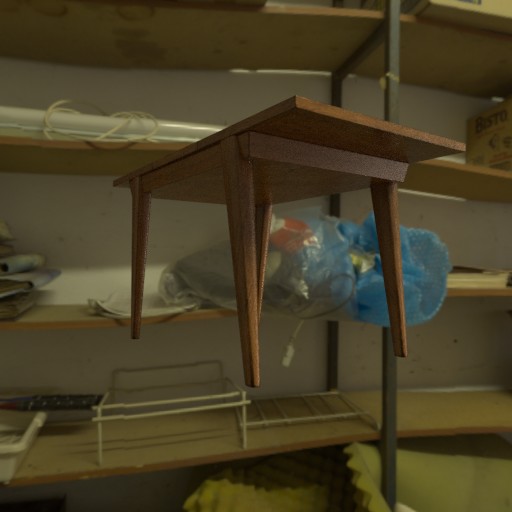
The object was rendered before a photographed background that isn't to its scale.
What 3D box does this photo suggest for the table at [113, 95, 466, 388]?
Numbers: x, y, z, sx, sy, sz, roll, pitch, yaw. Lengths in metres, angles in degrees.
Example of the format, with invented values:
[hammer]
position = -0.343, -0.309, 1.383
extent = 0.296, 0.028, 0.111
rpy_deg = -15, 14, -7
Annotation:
[table]
position = 0.000, 0.000, 1.856
extent = 0.757, 0.760, 1.400
rpy_deg = 0, -1, -35
